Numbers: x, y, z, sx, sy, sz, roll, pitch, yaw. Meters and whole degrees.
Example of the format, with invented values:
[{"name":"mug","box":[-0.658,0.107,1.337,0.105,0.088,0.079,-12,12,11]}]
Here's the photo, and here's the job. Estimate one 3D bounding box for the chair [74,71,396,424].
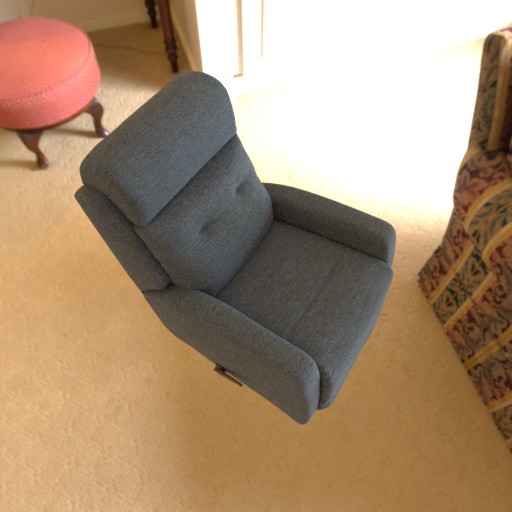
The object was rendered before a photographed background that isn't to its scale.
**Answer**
[{"name":"chair","box":[0.000,0.000,1.727,1.043,1.013,0.798,29,63,17]}]
